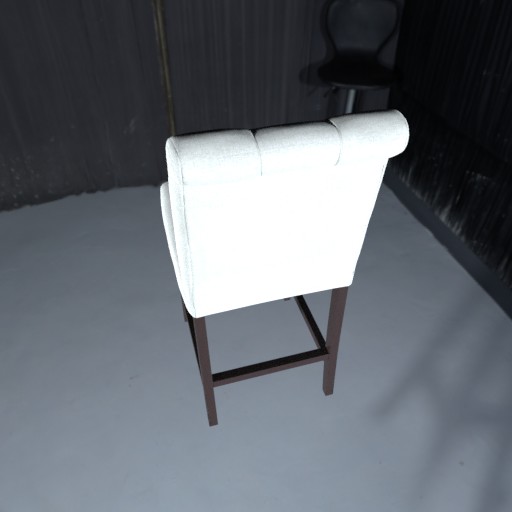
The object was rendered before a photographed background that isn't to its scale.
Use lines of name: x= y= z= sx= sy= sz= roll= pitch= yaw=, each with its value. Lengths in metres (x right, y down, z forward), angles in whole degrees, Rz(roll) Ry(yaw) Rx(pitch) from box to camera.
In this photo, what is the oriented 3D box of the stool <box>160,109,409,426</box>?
stool: x=0.000 y=0.000 z=1.326 sx=0.493 sy=1.040 sz=0.601 roll=-11 pitch=42 yaw=-12
